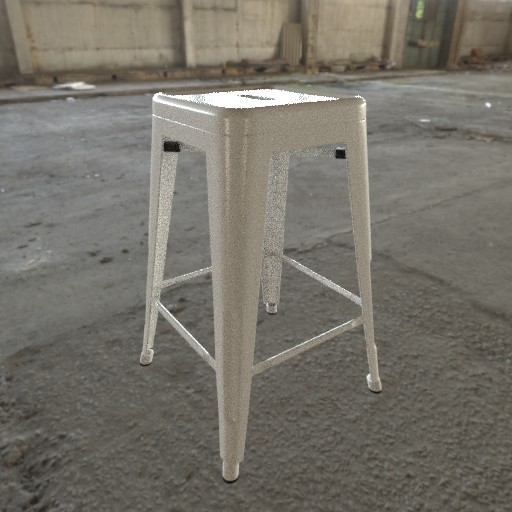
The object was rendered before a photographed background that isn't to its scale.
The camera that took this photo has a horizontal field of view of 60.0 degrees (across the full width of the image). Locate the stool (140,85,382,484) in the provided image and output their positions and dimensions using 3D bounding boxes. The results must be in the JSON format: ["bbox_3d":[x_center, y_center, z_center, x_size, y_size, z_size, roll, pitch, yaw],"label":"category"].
[{"bbox_3d":[0.000,0.000,0.885,0.406,0.610,0.406,-17,31,-31],"label":"stool"}]
